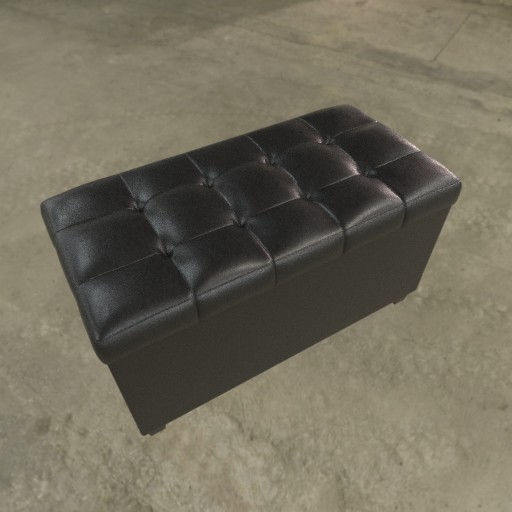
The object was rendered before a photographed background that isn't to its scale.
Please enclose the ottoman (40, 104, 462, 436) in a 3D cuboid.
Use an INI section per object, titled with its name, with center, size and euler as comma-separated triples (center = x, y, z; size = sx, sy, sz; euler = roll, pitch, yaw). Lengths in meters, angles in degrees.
[ottoman]
center = 0.000, 0.000, 1.108
size = 0.838, 0.470, 0.432
euler = -23, 51, -20
